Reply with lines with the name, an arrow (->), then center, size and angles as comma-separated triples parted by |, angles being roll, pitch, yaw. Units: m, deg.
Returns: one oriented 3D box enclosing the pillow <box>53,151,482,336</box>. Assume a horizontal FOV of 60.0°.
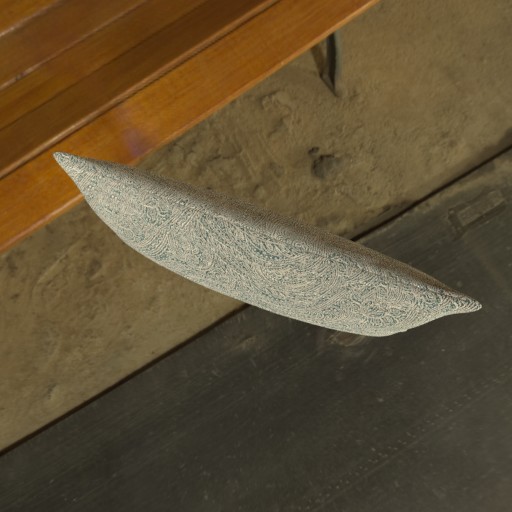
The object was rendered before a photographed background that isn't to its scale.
pillow -> 0.000, 0.000, 0.733 | 0.615, 0.295, 0.151 | 20, 75, 6
